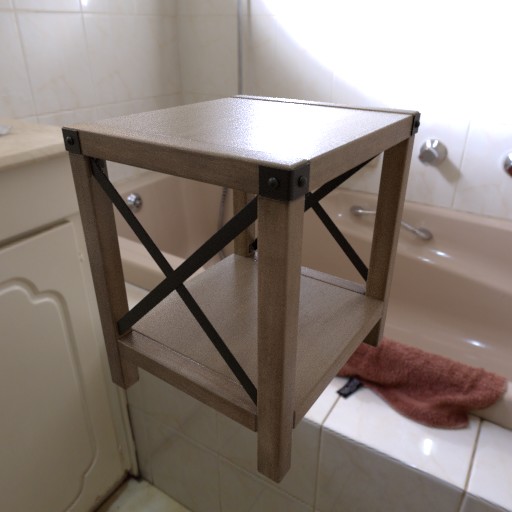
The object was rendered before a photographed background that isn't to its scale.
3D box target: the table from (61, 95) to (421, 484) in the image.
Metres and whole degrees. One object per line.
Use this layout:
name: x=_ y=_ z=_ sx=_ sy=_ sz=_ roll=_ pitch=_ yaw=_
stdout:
table: x=0.000 y=0.000 z=0.927 sx=0.459 sy=0.561 sz=0.510 roll=17 pitch=32 yaw=31
